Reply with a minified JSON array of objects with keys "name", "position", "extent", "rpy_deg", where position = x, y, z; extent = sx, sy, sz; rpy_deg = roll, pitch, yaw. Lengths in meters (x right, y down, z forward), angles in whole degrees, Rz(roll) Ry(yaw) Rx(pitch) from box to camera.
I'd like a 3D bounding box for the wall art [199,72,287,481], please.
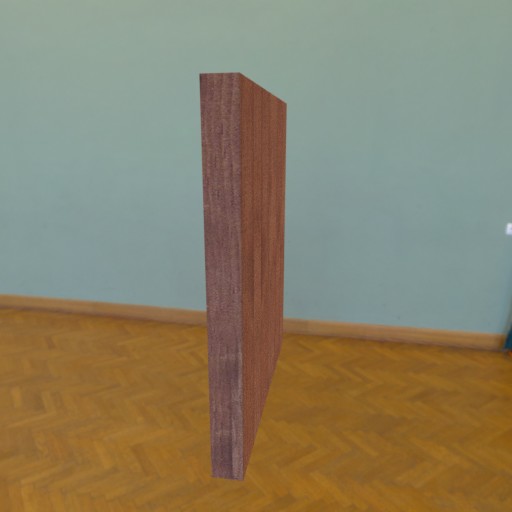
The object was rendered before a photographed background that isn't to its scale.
[{"name":"wall art","position":[0.000,0.000,0.648],"extent":[0.039,0.449,0.377],"rpy_deg":[3,15,10]}]
